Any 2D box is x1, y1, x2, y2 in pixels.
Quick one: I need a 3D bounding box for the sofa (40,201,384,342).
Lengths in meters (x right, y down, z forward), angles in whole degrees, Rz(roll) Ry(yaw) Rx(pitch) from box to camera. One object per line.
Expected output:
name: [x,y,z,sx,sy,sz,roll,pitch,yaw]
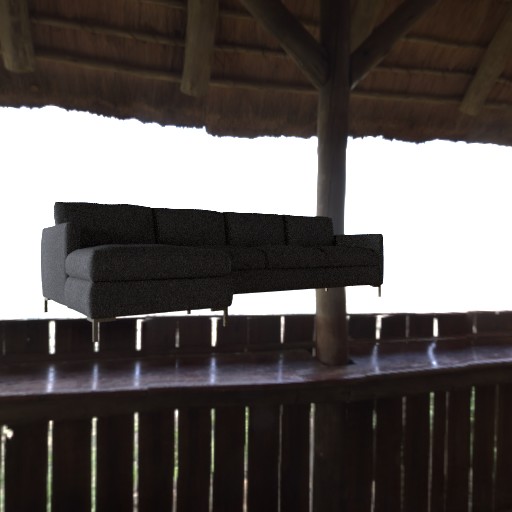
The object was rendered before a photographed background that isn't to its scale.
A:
sofa: [0.000,0.000,3.501,2.932,0.810,1.350,-1,1,-36]
